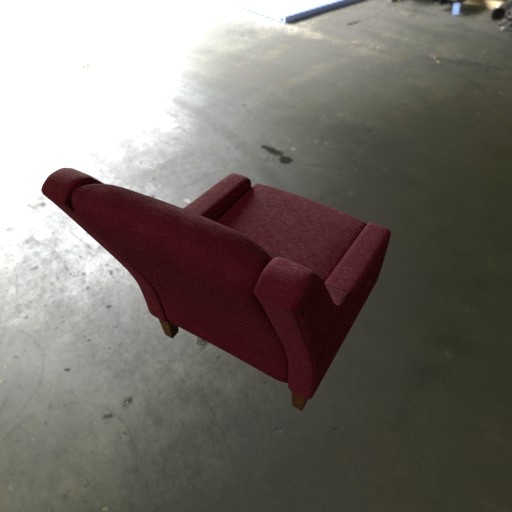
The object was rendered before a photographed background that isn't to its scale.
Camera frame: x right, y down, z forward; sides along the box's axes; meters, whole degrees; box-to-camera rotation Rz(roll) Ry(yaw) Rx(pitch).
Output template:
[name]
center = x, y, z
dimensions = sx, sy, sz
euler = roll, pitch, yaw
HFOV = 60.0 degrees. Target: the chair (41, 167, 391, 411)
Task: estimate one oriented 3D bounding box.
[chair]
center = 0.000, 0.000, 1.685
dimensions = 0.793, 1.017, 0.985
euler = 23, 50, 22
